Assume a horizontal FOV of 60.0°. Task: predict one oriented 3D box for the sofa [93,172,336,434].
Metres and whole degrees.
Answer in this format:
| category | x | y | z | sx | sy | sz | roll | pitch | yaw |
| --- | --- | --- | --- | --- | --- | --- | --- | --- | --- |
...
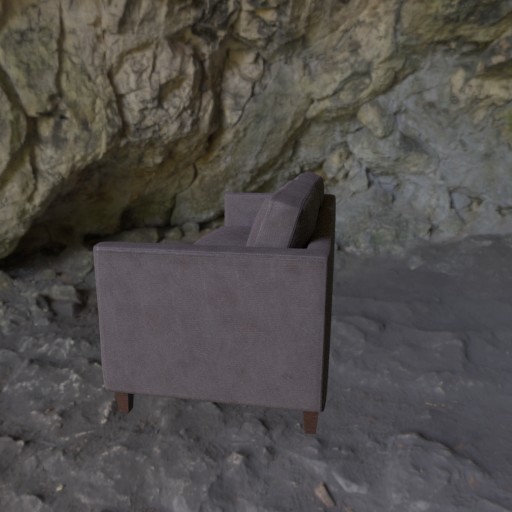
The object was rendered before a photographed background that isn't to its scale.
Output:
| category | x | y | z | sx | sy | sz | roll | pitch | yaw |
| --- | --- | --- | --- | --- | --- | --- | --- | --- | --- |
| sofa | 0.000 | 0.000 | 2.744 | 0.951 | 0.965 | 2.208 | 2 | 14 | 10 |
